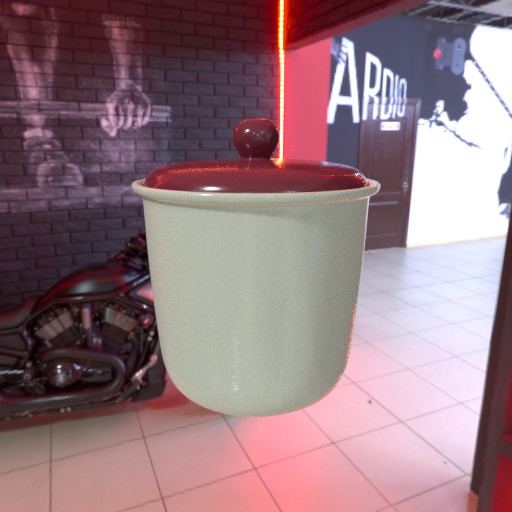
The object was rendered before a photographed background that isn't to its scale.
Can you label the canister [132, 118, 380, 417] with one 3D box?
[{"bbox_3d":[0.000,0.000,0.350,0.182,0.208,0.182,0,14,0],"label":"canister"}]
